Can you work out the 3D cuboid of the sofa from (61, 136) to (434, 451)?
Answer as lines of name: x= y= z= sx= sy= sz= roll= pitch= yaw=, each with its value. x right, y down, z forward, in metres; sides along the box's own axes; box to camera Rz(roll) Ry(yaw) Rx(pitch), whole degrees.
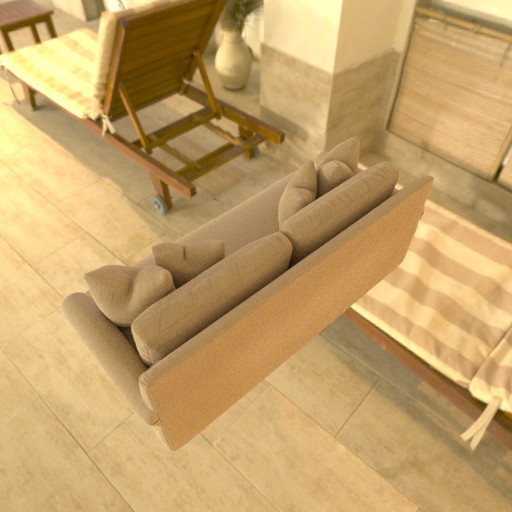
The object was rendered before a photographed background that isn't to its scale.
sofa: x=0.000 y=0.000 z=2.875 sx=2.285 sy=0.904 sz=1.067 roll=-33 pitch=55 yaw=-27
